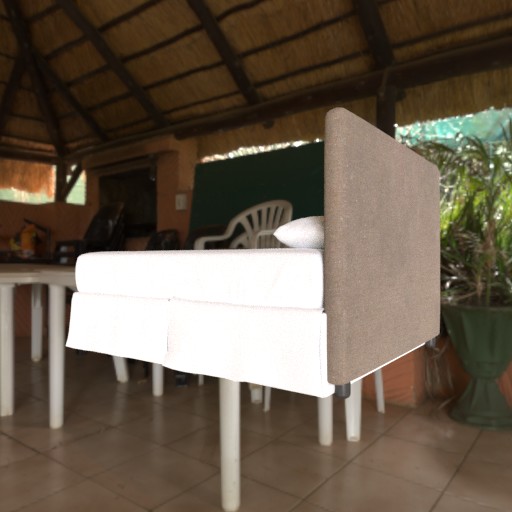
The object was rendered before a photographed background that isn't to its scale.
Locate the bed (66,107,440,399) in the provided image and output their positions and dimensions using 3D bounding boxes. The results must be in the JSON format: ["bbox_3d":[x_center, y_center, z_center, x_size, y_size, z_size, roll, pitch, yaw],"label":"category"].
[{"bbox_3d":[0.000,0.000,3.200,2.142,1.330,1.723,0,-1,36],"label":"bed"}]
